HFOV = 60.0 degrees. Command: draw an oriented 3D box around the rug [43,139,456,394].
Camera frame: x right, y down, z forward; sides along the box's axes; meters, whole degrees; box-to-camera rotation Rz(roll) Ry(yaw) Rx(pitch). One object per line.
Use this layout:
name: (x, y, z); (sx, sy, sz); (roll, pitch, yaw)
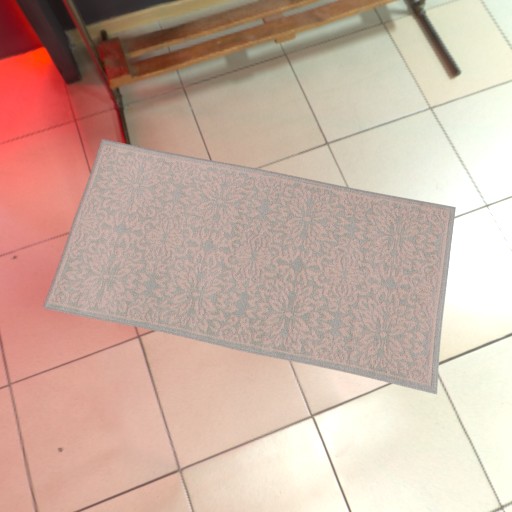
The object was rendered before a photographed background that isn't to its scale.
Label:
rug: (0.000, 0.000, 1.415); (1.219, 0.007, 0.604); (12, 74, 3)
